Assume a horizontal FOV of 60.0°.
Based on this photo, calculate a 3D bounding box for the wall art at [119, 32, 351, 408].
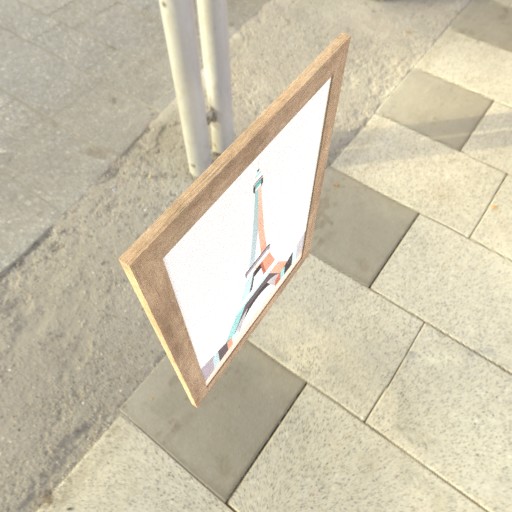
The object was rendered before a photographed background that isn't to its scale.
[{"bbox_3d":[0.000,0.000,0.911,0.018,0.686,0.534,30,63,17],"label":"wall art"}]
